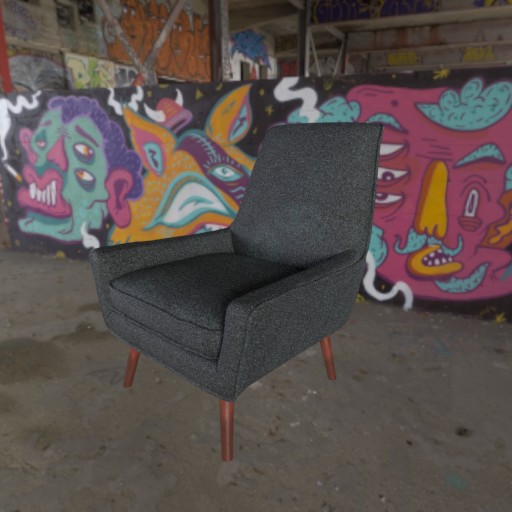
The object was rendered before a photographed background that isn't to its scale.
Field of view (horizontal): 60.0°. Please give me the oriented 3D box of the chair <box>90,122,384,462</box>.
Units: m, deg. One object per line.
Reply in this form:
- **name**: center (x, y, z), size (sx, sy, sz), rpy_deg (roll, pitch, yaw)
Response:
- **chair**: center (0.000, 0.000, 1.506), size (0.763, 0.883, 0.859), rpy_deg (14, 21, 42)
